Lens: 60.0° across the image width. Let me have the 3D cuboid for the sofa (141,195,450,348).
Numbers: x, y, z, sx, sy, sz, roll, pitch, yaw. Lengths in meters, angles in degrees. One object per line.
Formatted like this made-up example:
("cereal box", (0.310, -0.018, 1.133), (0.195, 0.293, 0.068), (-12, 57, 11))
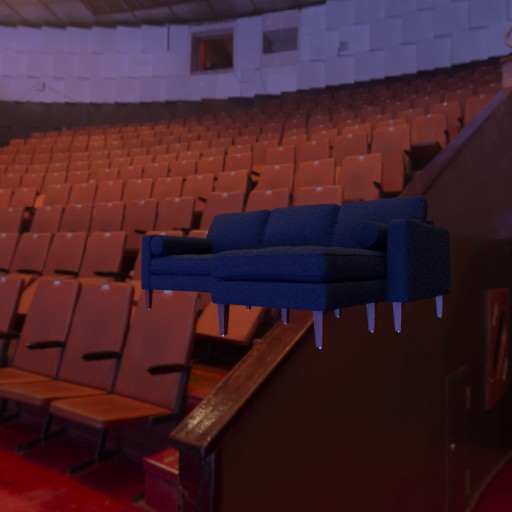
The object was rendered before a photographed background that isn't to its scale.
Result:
("sofa", (0.000, 0.000, 3.063), (2.185, 0.841, 1.613), (-1, -1, 37))
